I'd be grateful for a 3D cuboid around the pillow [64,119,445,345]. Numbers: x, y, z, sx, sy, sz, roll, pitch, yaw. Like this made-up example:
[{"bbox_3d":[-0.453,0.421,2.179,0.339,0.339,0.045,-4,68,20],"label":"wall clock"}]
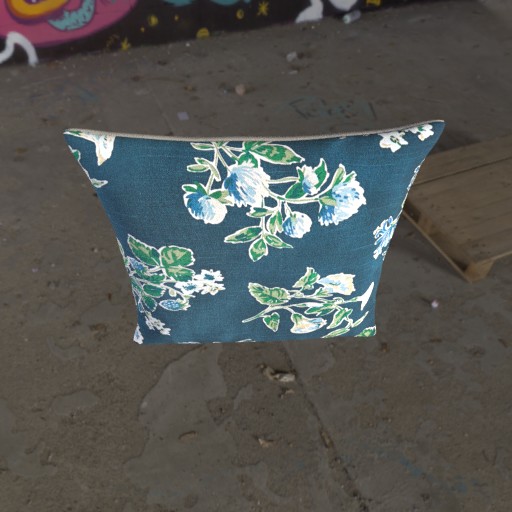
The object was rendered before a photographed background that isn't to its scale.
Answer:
[{"bbox_3d":[0.000,0.000,0.785,0.525,0.508,0.166,-2,46,-2],"label":"pillow"}]
